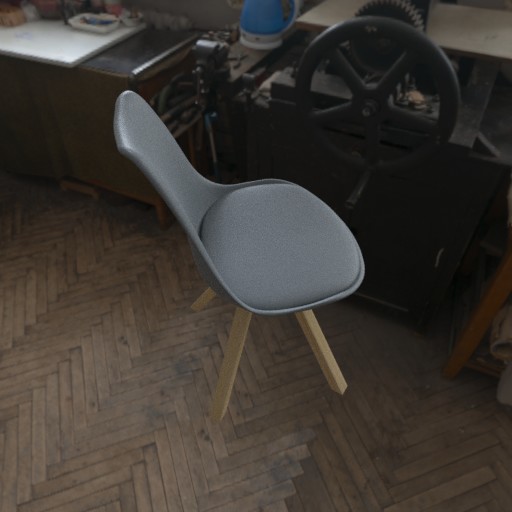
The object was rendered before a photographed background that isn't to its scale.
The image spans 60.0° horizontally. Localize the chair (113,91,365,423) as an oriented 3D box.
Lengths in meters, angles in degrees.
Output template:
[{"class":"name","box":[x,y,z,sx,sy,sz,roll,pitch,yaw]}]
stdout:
[{"class":"chair","box":[0.000,0.000,1.168,0.549,0.850,0.485,-10,46,-9]}]
